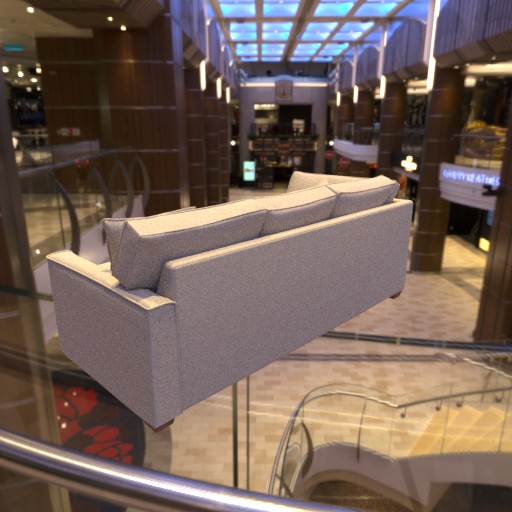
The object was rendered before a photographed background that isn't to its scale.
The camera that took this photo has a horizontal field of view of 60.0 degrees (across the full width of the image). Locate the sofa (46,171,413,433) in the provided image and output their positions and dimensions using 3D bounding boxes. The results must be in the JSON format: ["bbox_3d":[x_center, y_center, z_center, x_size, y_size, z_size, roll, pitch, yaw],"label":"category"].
[{"bbox_3d":[0.000,0.000,2.925,1.061,0.962,2.317,16,23,42],"label":"sofa"}]
